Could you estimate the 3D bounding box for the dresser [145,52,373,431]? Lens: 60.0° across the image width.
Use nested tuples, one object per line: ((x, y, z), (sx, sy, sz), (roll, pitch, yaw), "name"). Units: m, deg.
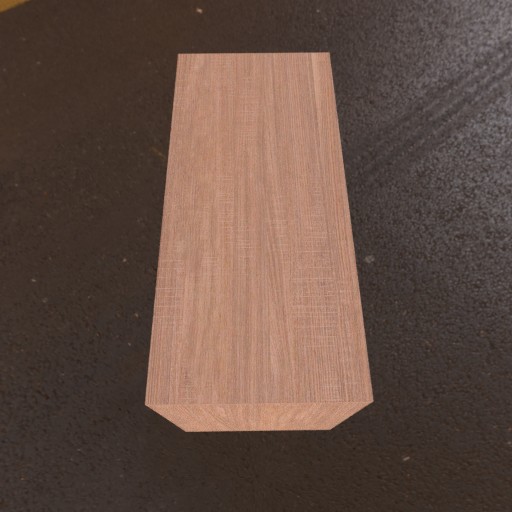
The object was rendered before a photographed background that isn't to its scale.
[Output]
((0.000, 0.000, 1.566), (0.500, 0.780, 1.110), (-1, 63, 0), "dresser")
